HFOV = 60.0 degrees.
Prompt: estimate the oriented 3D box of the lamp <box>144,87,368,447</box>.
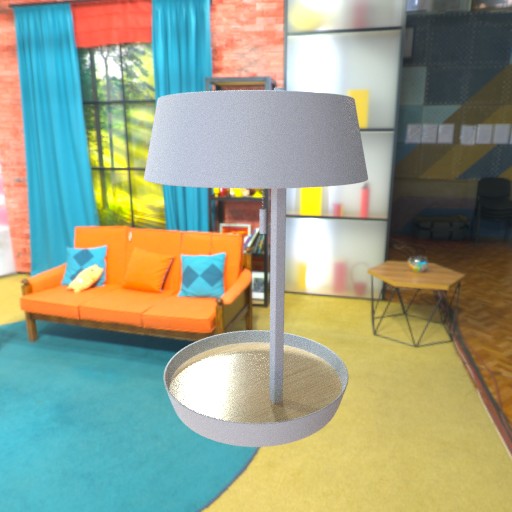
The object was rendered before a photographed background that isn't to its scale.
[{"bbox_3d":[0.000,0.000,0.619,0.291,0.429,0.291,0,15,0],"label":"lamp"}]
